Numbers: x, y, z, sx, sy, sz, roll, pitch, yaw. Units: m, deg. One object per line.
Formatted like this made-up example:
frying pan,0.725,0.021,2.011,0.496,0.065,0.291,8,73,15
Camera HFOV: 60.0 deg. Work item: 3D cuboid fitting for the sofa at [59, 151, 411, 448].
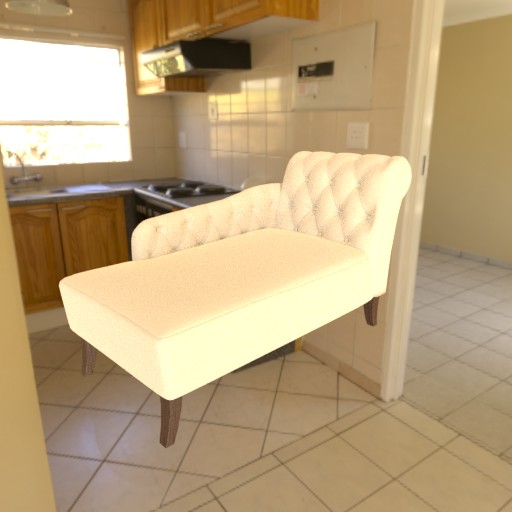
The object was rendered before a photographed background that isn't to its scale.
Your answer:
sofa,0.000,0.000,1.840,1.379,0.787,0.675,-16,23,-42
